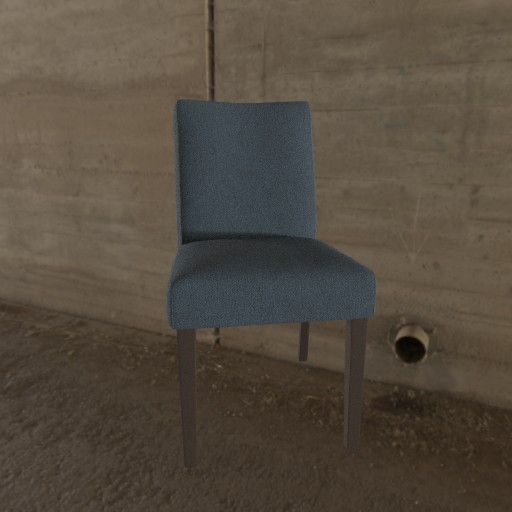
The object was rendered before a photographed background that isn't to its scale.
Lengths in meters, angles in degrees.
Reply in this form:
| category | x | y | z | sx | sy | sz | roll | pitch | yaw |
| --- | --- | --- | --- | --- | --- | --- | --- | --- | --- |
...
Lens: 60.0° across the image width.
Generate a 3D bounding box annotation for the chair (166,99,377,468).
| category | x | y | z | sx | sy | sz | roll | pitch | yaw |
| --- | --- | --- | --- | --- | --- | --- | --- | --- | --- |
| chair | 0.000 | 0.000 | 1.270 | 0.487 | 0.882 | 0.629 | -2 | 15 | -8 |
